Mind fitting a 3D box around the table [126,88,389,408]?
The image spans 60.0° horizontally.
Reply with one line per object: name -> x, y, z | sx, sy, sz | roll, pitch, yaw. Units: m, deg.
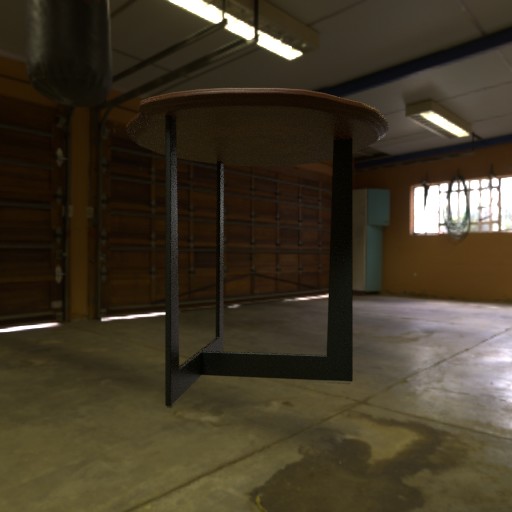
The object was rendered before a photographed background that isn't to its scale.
table -> 0.000, 0.000, 0.864 | 0.494, 0.476, 0.477 | 0, 0, -2
